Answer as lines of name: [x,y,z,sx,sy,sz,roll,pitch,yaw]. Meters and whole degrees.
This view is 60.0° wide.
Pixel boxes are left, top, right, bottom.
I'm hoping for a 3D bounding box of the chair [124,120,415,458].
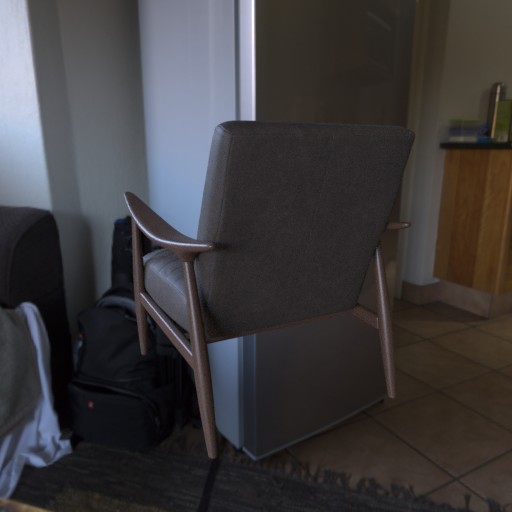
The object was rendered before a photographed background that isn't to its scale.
chair: [0.000,0.000,1.480,0.741,0.831,0.798,-7,16,-26]
